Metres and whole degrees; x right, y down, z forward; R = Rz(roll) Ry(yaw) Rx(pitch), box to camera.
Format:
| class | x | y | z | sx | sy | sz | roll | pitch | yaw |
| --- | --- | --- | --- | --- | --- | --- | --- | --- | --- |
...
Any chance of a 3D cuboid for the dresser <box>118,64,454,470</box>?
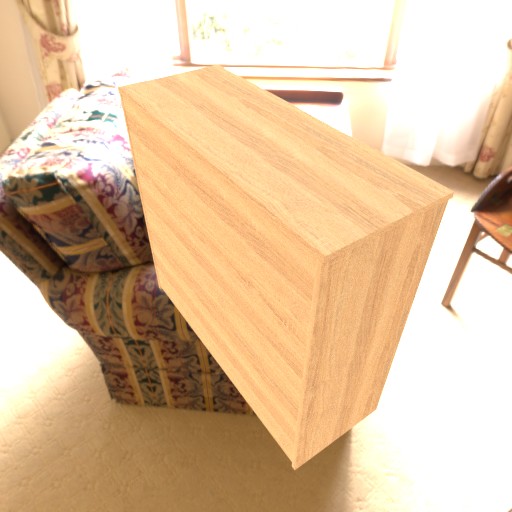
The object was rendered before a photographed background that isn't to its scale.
| class | x | y | z | sx | sy | sz | roll | pitch | yaw |
| --- | --- | --- | --- | --- | --- | --- | --- | --- | --- |
| dresser | 0.000 | 0.000 | 1.471 | 0.380 | 0.900 | 0.980 | -25 | 47 | -25 |
